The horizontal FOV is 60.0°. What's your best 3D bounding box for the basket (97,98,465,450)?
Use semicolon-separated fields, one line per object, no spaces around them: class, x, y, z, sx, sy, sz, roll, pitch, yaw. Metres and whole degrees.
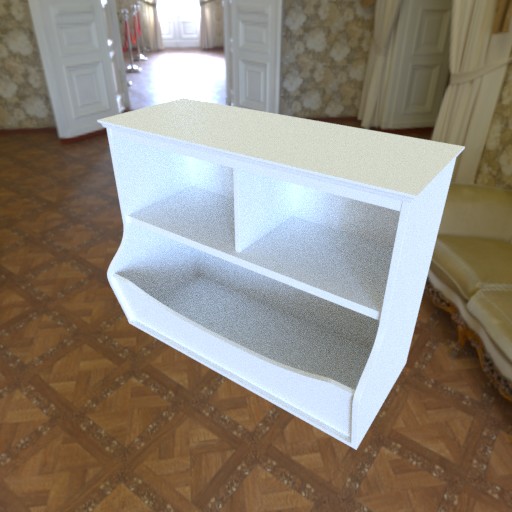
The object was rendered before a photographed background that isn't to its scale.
basket;0.000;0.000;1.145;0.792;0.625;0.376;20;37;29
